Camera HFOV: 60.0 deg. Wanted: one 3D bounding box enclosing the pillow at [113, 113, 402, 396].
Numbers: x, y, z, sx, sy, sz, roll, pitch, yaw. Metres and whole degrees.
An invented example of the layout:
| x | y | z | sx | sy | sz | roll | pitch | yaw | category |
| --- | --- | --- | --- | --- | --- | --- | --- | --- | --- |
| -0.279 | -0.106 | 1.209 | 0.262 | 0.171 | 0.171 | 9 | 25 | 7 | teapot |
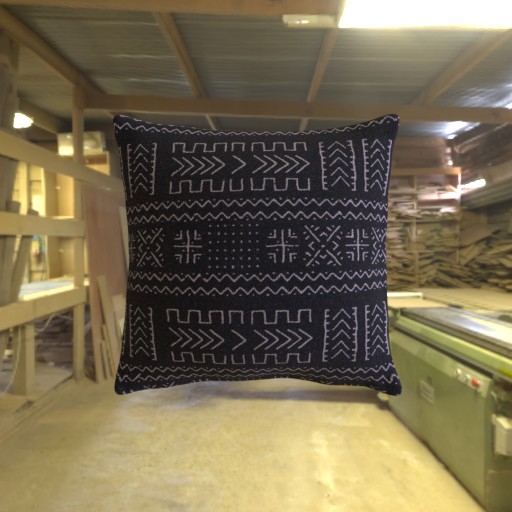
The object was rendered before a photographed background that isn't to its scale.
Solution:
| x | y | z | sx | sy | sz | roll | pitch | yaw | category |
| --- | --- | --- | --- | --- | --- | --- | --- | --- | --- |
| 0.000 | 0.000 | 0.671 | 0.438 | 0.430 | 0.164 | 0 | 1 | 3 | pillow |
